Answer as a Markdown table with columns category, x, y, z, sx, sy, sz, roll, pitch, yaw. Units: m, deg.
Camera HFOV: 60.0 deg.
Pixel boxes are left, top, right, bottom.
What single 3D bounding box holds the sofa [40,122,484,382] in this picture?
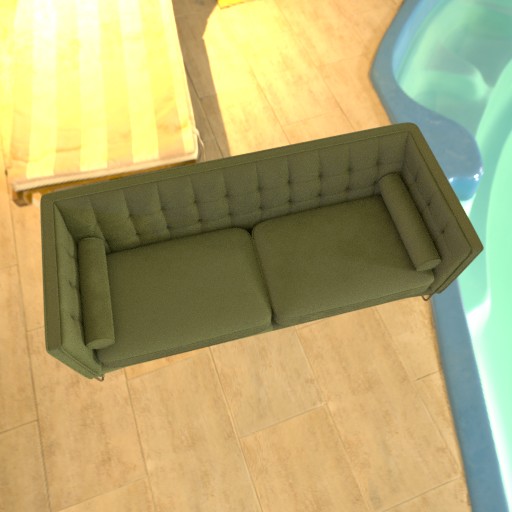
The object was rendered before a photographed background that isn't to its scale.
| category | x | y | z | sx | sy | sz | roll | pitch | yaw |
| --- | --- | --- | --- | --- | --- | --- | --- | --- | --- |
| sofa | 0.000 | 0.000 | 2.520 | 2.087 | 0.789 | 0.867 | -13 | 64 | -6 |
